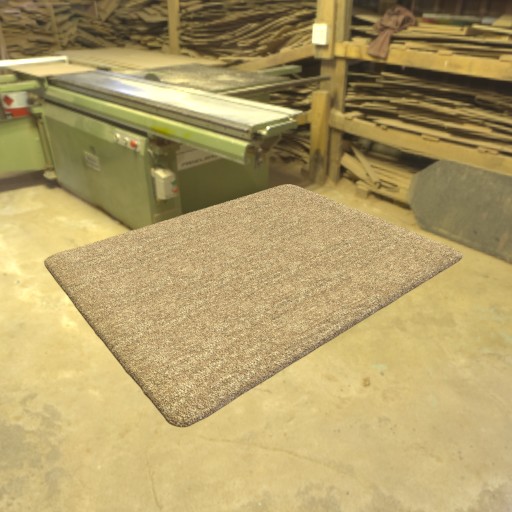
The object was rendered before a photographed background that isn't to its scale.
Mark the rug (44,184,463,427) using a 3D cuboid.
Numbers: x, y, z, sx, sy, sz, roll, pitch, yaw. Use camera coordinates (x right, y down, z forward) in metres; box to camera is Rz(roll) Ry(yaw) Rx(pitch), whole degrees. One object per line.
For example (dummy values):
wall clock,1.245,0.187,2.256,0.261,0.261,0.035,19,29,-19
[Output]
rug,0.000,0.000,3.746,2.873,0.050,2.242,-22,36,-33
